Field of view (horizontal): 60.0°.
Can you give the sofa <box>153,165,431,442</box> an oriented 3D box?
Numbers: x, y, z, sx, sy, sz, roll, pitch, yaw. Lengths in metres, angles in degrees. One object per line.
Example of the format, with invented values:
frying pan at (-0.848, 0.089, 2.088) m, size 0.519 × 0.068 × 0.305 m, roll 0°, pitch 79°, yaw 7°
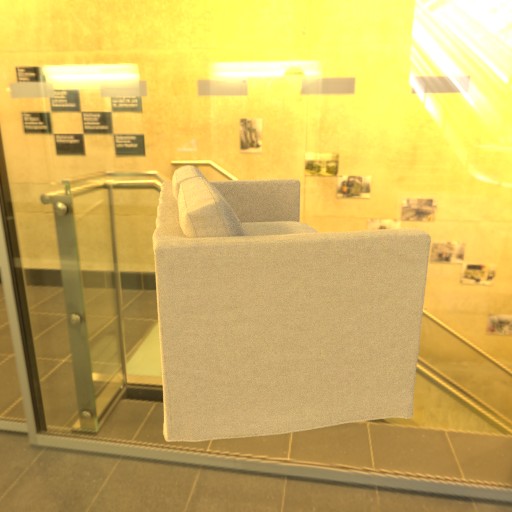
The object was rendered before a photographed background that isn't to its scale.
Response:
sofa at (0.000, 0.000, 2.287) m, size 0.962 × 0.835 × 1.719 m, roll -3°, pitch 16°, yaw -10°
